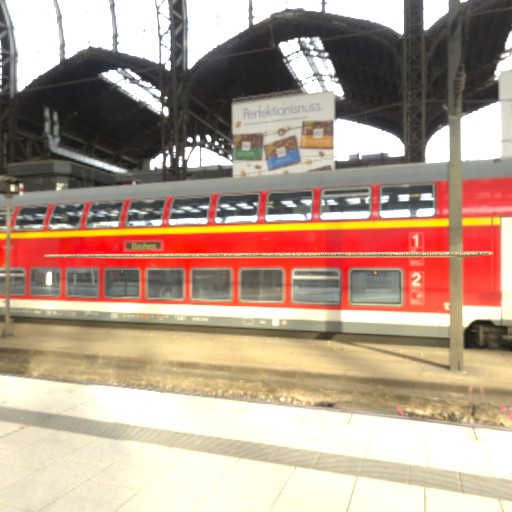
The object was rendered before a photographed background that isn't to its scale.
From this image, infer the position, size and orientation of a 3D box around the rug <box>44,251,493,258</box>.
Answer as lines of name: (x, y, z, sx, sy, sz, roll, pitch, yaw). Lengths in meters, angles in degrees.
rug: (0.000, 0.000, 2.657, 2.413, 0.016, 0.810, 0, -1, 18)
